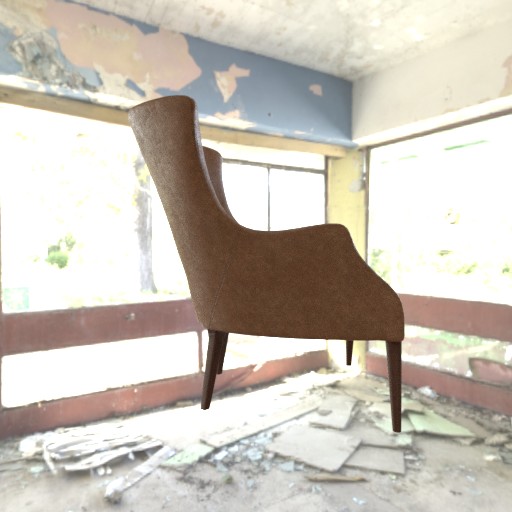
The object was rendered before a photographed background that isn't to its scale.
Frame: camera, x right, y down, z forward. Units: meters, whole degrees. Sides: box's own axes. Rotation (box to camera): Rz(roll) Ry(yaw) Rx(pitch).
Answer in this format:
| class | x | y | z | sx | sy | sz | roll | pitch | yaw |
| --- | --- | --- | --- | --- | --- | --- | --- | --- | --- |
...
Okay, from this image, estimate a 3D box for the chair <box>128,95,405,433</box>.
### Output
| class | x | y | z | sx | sy | sz | roll | pitch | yaw |
| --- | --- | --- | --- | --- | --- | --- | --- | --- | --- |
| chair | 0.000 | 0.000 | 1.750 | 0.955 | 1.067 | 0.846 | 0 | 1 | 1 |
